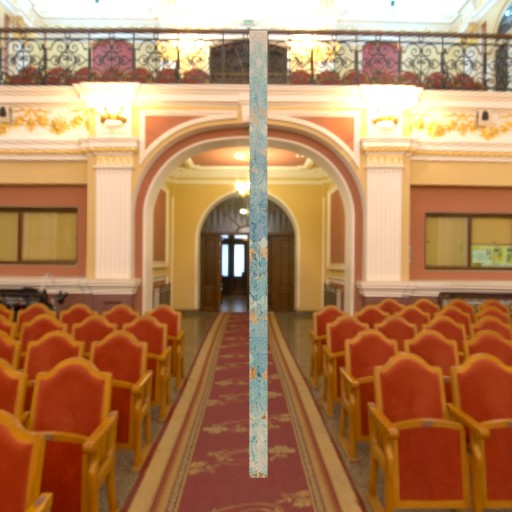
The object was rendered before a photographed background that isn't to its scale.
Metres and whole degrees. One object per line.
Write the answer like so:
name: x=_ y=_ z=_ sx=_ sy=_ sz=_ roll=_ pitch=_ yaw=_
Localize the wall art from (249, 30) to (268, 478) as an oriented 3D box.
wall art: x=0.000 y=0.000 z=1.364 sx=0.040 sy=0.916 sz=0.916 roll=0 pitch=-1 yaw=-1
